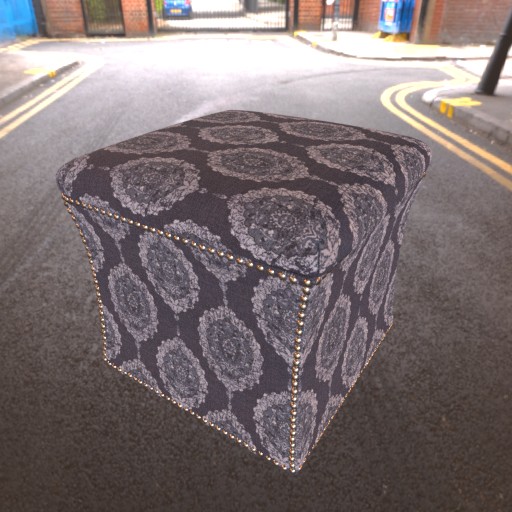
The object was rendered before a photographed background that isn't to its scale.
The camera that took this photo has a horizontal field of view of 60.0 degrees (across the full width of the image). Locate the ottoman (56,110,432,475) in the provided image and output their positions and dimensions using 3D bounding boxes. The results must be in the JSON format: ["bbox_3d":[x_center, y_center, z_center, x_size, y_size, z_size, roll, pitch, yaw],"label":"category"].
[{"bbox_3d":[0.000,0.000,0.881,0.507,0.475,0.497,19,36,29],"label":"ottoman"}]
